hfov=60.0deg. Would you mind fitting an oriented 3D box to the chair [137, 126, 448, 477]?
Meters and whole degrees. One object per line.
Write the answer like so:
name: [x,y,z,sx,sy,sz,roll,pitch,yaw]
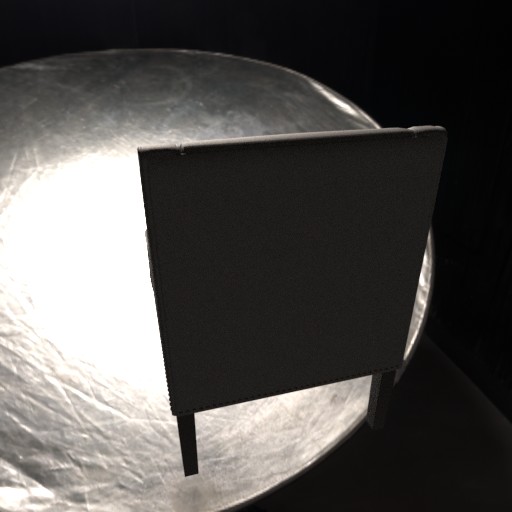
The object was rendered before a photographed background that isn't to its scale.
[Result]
chair: [0.000,0.000,1.332,0.631,0.867,0.747,-8,29,-14]
